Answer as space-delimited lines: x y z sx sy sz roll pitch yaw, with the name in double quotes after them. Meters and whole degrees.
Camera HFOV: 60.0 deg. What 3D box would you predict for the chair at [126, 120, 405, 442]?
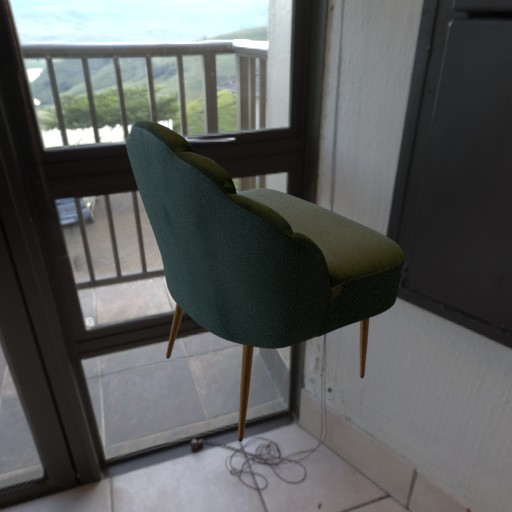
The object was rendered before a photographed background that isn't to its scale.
0.000 0.000 1.270 0.599 0.819 0.657 -20 34 -32 "chair"
